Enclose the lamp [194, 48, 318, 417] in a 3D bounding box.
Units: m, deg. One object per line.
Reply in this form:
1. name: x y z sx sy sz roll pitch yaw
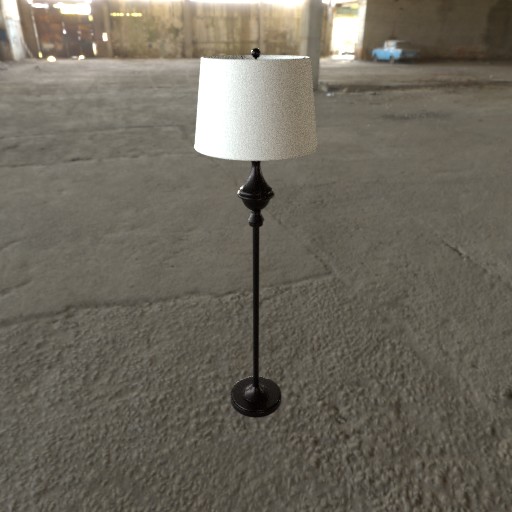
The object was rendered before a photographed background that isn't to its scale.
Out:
1. lamp: 0.000 0.000 1.747 0.431 1.484 0.431 0 26 0
